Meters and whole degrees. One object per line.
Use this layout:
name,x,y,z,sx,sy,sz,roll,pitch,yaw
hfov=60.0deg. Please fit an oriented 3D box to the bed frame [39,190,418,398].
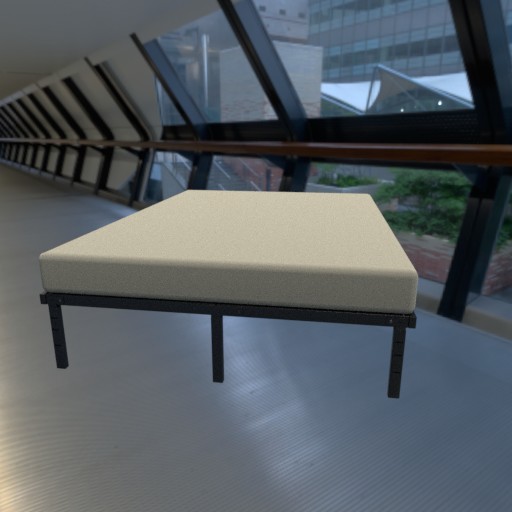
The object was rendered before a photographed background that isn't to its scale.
bed frame,0.000,0.000,3.542,1.990,0.680,2.635,3,16,9
